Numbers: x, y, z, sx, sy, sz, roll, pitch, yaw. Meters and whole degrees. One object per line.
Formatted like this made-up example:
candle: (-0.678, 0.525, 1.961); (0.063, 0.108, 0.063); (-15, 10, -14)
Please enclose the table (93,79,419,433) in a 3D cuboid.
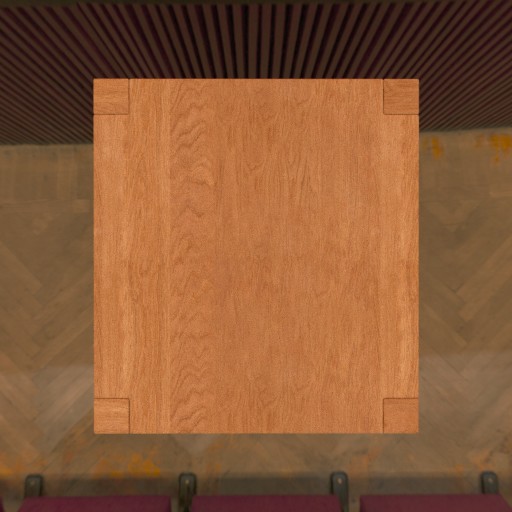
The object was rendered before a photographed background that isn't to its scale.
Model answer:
table: (0.000, 0.000, 0.822); (0.440, 0.450, 0.480); (0, 90, 0)
